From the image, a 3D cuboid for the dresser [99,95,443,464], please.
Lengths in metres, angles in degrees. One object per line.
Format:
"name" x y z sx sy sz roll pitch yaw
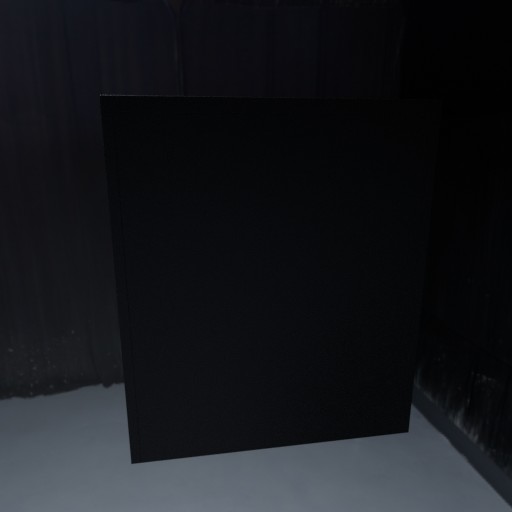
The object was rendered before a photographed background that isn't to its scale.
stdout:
"dresser" 0.000 0.000 0.738 0.400 0.470 0.360 -2 15 -9
